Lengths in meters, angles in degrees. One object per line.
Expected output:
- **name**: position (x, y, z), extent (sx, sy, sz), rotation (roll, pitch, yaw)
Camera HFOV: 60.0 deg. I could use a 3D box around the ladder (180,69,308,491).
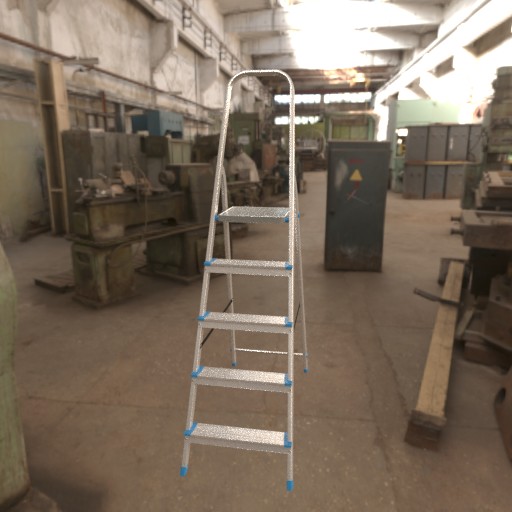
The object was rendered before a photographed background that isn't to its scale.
- **ladder**: position (0.000, 0.000, 2.060), extent (0.468, 1.648, 0.990), rotation (2, 14, 10)
